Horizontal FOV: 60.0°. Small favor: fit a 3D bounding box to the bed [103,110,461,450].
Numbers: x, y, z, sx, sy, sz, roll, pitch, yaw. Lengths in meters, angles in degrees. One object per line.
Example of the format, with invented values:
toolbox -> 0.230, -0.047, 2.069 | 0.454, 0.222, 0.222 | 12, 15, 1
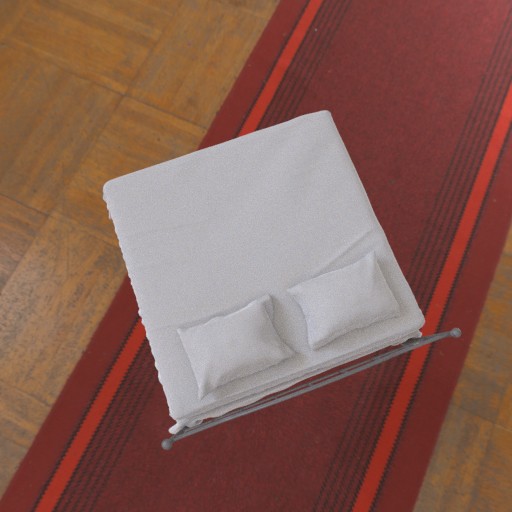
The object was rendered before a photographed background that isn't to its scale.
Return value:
bed -> 0.000, 0.000, 3.546 | 2.309, 1.080, 2.220 | -19, 76, -5
